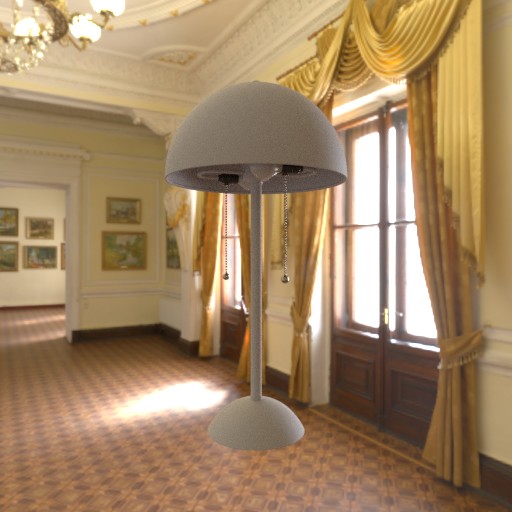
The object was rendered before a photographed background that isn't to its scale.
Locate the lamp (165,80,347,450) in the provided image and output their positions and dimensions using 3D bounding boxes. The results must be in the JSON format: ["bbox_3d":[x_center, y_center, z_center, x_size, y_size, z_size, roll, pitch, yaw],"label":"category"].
[{"bbox_3d":[0.000,0.000,0.422,0.171,0.330,0.171,0,0,0],"label":"lamp"}]
